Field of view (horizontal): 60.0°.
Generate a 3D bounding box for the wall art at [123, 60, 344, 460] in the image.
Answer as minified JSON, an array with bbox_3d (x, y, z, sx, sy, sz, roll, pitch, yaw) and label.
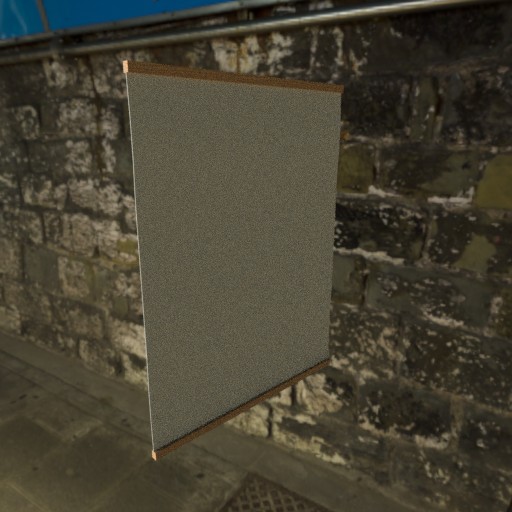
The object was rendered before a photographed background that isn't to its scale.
[{"bbox_3d":[0.000,0.000,0.799,0.458,0.605,0.011,-14,21,-41],"label":"wall art"}]
